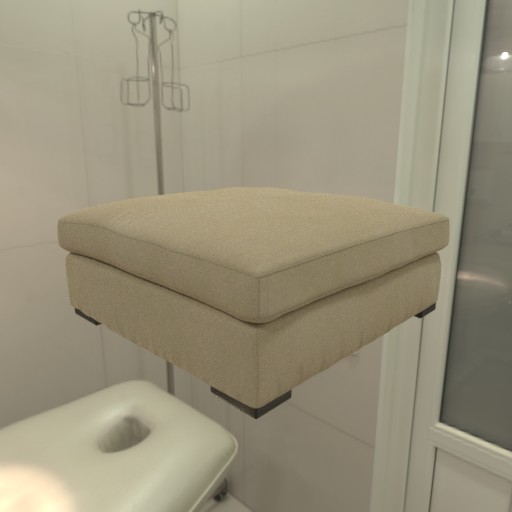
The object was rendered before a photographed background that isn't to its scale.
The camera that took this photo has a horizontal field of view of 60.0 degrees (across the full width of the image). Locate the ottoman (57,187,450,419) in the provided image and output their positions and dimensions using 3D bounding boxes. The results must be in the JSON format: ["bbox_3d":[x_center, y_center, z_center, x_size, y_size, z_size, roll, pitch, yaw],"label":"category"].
[{"bbox_3d":[0.000,0.000,1.893,1.190,0.522,1.205,13,19,42],"label":"ottoman"}]
